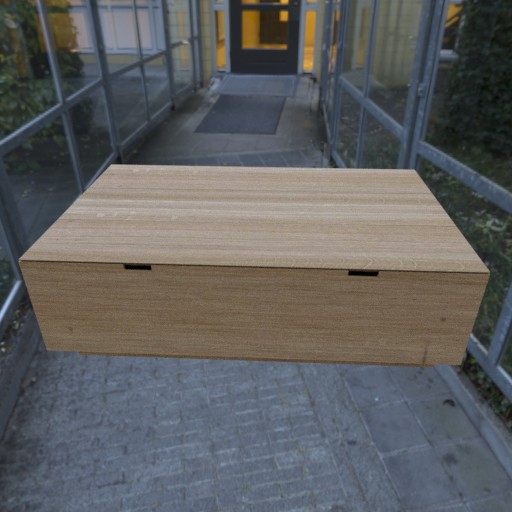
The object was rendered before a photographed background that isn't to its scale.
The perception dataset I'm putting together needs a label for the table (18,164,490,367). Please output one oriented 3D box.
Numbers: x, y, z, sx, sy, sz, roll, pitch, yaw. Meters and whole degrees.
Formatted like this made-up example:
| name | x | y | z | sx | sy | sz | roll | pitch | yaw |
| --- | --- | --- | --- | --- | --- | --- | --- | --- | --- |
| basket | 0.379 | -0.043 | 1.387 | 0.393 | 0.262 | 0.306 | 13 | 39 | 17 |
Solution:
| name | x | y | z | sx | sy | sz | roll | pitch | yaw |
| --- | --- | --- | --- | --- | --- | --- | --- | --- | --- |
| table | 0.000 | 0.000 | 1.419 | 1.110 | 0.353 | 0.678 | 1 | 31 | 2 |
